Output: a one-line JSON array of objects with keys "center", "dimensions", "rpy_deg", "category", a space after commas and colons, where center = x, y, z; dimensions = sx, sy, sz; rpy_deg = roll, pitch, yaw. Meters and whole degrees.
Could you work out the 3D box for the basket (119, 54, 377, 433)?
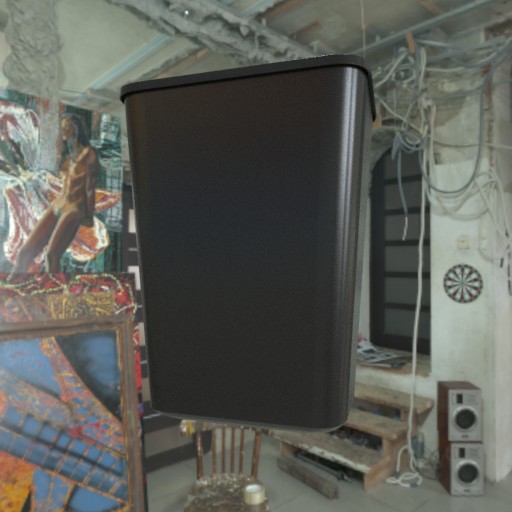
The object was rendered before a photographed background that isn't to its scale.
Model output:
[{"center": [0.000, 0.000, 0.754], "dimensions": [0.394, 0.521, 0.287], "rpy_deg": [0, -1, 17], "category": "basket"}]
